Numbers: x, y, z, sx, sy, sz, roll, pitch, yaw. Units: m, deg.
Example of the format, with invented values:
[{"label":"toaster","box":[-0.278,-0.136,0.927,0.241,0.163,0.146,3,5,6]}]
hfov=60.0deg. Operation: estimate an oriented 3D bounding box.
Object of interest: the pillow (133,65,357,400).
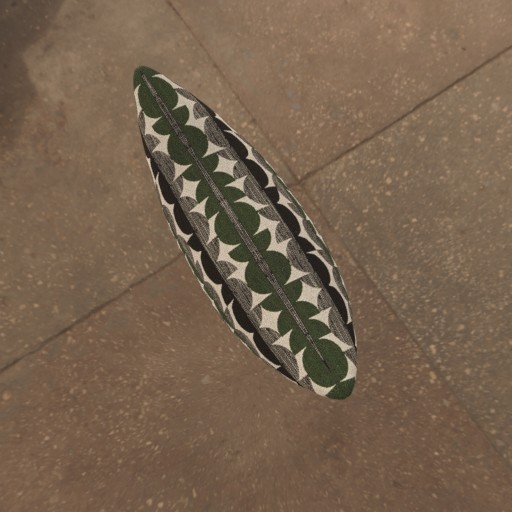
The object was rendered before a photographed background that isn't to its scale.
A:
[{"label":"pillow","box":[0.000,0.000,0.640,0.180,0.404,0.419,-31,77,-8]}]
